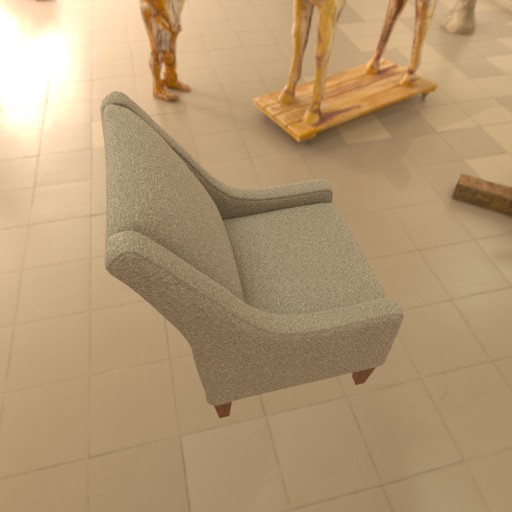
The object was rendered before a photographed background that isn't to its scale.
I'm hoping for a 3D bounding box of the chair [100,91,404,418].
[{"bbox_3d":[0.000,0.000,1.626,0.870,1.016,0.774,-10,49,-9],"label":"chair"}]
